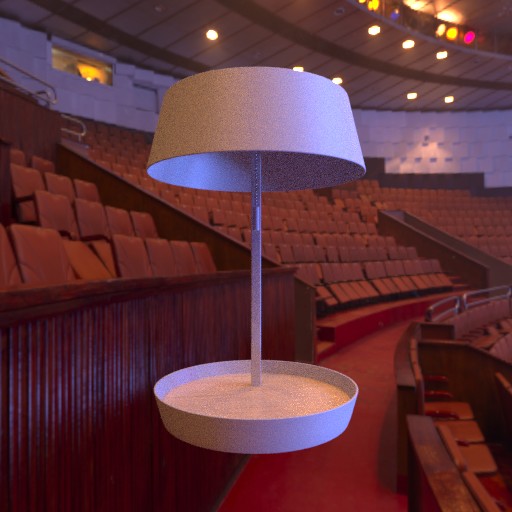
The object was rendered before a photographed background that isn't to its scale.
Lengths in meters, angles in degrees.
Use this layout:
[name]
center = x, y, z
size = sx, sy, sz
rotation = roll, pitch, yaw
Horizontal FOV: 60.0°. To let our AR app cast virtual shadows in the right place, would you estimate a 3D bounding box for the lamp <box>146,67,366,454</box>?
[lamp]
center = 0.000, 0.000, 0.603
size = 0.291, 0.429, 0.291
rotation = 0, 0, 0
